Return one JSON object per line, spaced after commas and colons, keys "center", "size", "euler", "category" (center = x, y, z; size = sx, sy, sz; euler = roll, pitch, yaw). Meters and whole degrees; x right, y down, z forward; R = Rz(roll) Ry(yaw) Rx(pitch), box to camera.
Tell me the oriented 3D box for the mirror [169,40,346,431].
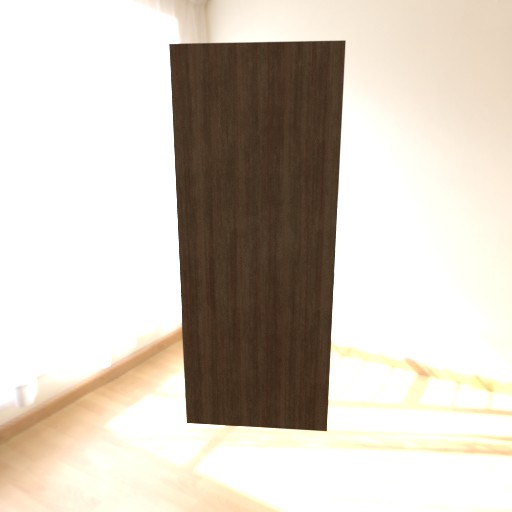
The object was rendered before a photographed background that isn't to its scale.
{"center": [0.000, 0.000, 2.301], "size": [0.812, 2.032, 0.025], "euler": [1, 15, 5], "category": "mirror"}
